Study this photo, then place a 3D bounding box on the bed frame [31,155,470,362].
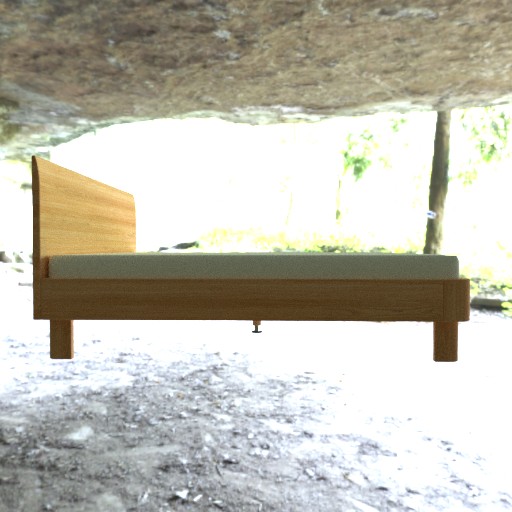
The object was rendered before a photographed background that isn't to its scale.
[{"bbox_3d":[0.000,0.000,2.720,1.992,0.940,1.472,0,1,2],"label":"bed frame"}]
